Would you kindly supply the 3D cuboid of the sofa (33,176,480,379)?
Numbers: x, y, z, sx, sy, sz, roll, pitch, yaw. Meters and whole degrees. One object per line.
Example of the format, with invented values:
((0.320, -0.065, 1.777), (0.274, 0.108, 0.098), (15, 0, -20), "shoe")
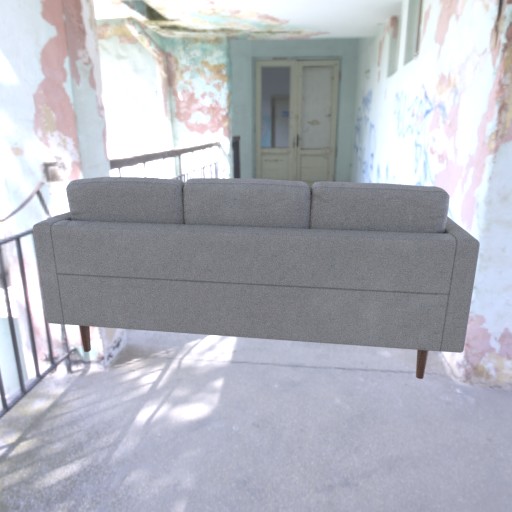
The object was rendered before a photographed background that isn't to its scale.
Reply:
((0.000, 0.000, 2.452), (1.983, 0.918, 0.944), (3, 17, 8), "sofa")
